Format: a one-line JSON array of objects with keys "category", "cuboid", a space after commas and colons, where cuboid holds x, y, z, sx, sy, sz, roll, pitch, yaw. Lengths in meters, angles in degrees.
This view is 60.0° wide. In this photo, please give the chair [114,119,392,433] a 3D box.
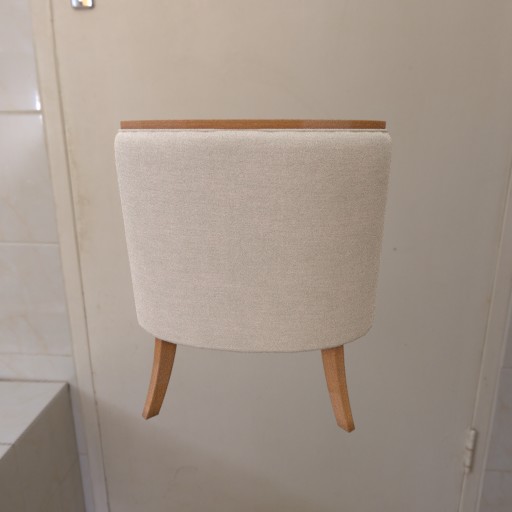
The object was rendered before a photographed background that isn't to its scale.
[{"category": "chair", "cuboid": [0.000, 0.000, 1.345, 0.711, 0.775, 0.757, 2, 16, 5]}]
